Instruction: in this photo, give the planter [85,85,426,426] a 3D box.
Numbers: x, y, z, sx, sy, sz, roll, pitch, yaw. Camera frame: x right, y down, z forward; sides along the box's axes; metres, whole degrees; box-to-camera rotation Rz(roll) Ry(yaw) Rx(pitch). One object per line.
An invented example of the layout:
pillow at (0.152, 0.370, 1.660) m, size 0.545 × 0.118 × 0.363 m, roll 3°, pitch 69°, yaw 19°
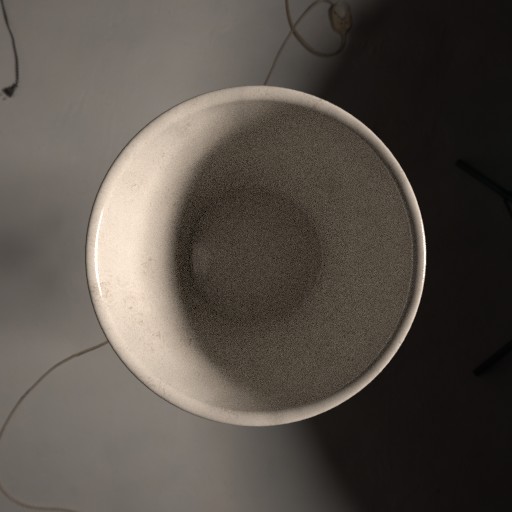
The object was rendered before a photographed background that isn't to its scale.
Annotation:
planter at (0.000, 0.000, 0.447) m, size 0.260 × 0.220 × 0.260 m, roll 0°, pitch 90°, yaw 0°
